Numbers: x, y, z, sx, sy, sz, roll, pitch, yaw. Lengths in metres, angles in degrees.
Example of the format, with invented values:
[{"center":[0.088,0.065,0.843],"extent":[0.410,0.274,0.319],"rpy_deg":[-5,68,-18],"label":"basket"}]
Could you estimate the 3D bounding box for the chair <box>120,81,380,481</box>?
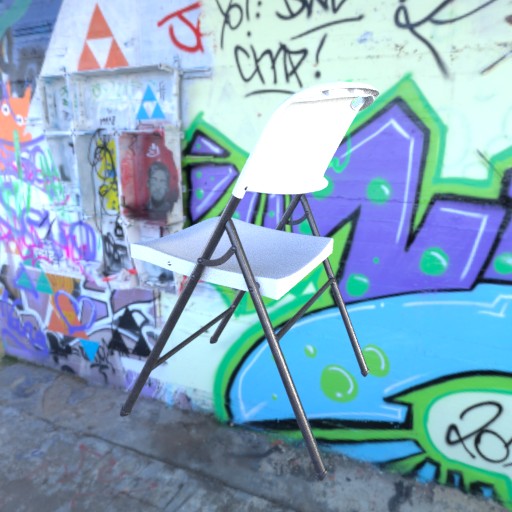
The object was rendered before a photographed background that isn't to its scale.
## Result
[{"center":[0.000,0.000,1.155],"extent":[0.566,0.810,0.494],"rpy_deg":[7,17,24],"label":"chair"}]
